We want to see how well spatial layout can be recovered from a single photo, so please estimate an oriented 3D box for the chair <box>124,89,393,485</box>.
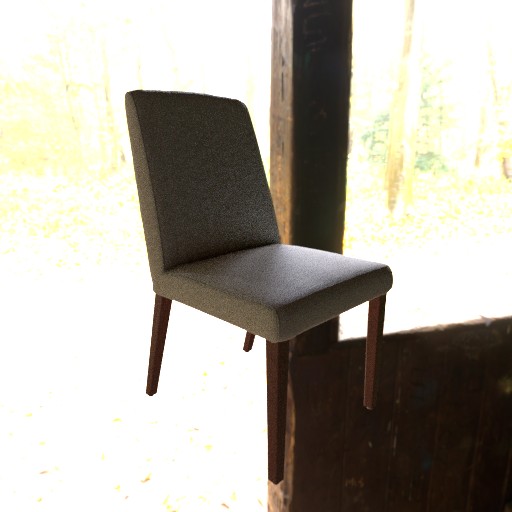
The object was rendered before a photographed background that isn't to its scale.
[{"bbox_3d":[0.000,0.000,1.230,0.594,0.900,0.480,14,19,43],"label":"chair"}]
